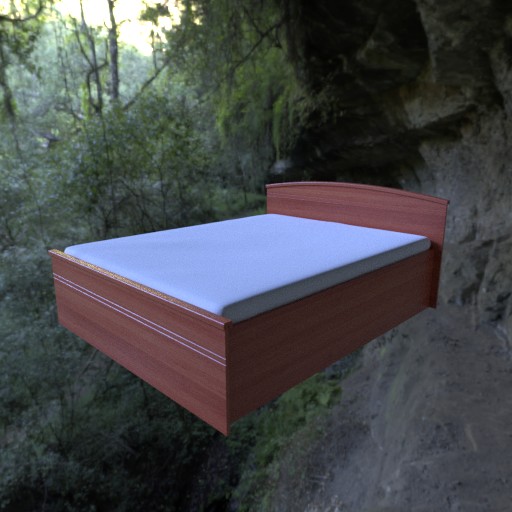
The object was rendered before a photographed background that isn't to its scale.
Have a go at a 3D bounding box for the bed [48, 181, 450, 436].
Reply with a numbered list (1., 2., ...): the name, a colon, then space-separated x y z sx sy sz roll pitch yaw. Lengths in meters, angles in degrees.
1. bed: 0.000 0.000 2.968 1.683 0.848 2.053 14 20 43
